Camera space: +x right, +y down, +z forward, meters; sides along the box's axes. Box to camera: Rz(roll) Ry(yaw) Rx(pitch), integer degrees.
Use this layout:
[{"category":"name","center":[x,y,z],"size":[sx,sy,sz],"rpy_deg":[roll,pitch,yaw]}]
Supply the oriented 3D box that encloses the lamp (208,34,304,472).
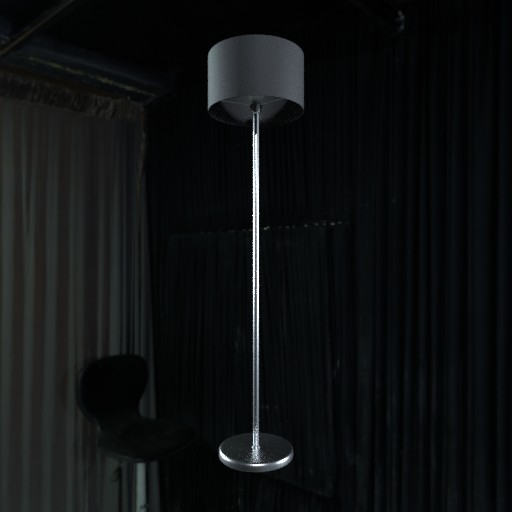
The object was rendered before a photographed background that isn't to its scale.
[{"category":"lamp","center":[0.000,0.000,1.617],"size":[0.348,1.443,0.348],"rpy_deg":[0,0,37]}]
